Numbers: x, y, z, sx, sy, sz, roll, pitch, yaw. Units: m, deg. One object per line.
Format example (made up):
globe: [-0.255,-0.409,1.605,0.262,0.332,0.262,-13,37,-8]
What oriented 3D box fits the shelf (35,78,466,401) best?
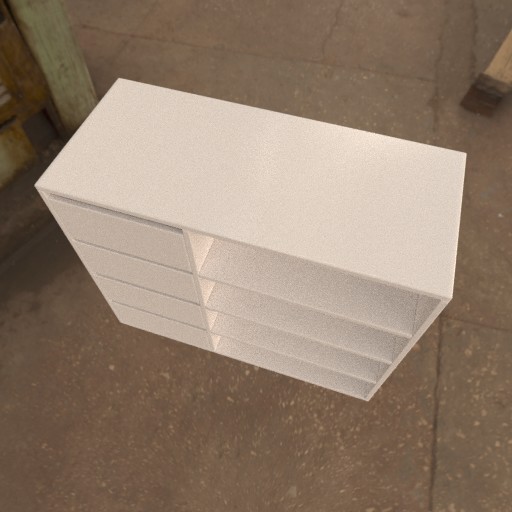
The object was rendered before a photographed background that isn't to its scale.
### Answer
shelf: [0.000,0.000,1.305,0.895,0.732,0.396,15,59,10]
